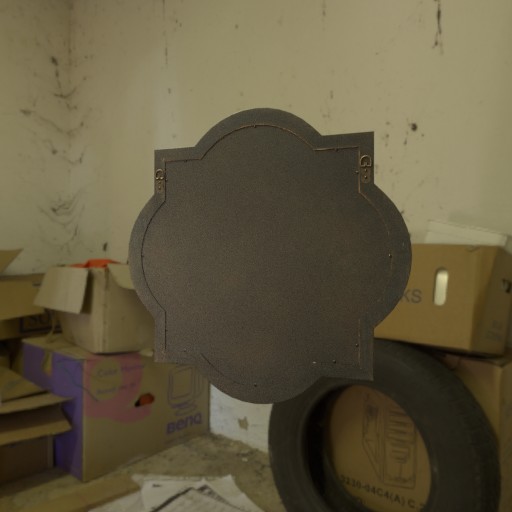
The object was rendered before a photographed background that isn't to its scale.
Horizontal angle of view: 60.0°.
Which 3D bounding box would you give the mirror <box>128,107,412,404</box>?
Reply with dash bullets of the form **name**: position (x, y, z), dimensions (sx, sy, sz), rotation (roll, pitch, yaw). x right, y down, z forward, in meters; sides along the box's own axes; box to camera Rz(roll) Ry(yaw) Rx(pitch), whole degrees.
- **mirror**: position (0.000, 0.000, 1.061), dimensions (0.686, 0.686, 0.019), rotation (0, 0, 18)
